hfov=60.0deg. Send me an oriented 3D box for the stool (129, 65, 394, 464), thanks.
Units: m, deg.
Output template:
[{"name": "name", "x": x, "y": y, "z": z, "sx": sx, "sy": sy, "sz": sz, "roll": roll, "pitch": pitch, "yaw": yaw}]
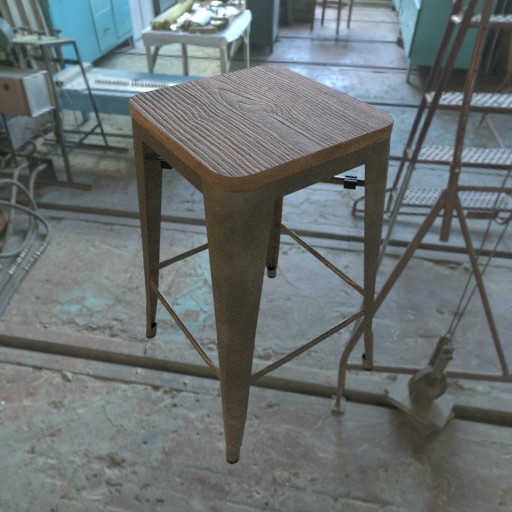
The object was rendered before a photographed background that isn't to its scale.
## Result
[{"name": "stool", "x": 0.000, "y": 0.000, "z": 0.888, "sx": 0.407, "sy": 0.607, "sz": 0.407, "roll": -25, "pitch": 46, "yaw": -26}]
